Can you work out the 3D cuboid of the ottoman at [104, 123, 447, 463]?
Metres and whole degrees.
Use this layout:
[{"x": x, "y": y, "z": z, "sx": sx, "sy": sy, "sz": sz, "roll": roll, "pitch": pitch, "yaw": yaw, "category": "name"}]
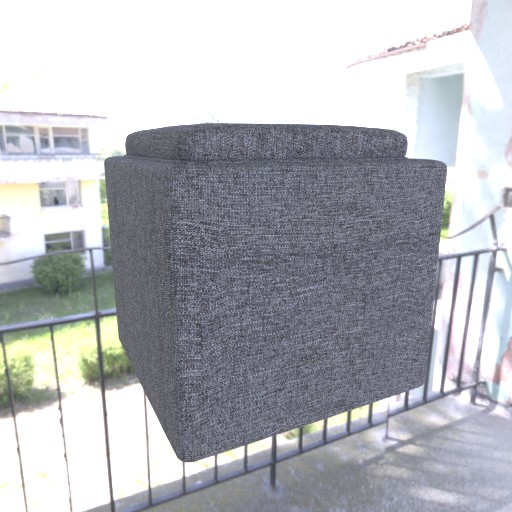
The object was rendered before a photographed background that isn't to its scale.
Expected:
[{"x": 0.000, "y": 0.000, "z": 0.816, "sx": 0.450, "sy": 0.460, "sz": 0.450, "roll": -7, "pitch": 16, "yaw": -26, "category": "ottoman"}]
